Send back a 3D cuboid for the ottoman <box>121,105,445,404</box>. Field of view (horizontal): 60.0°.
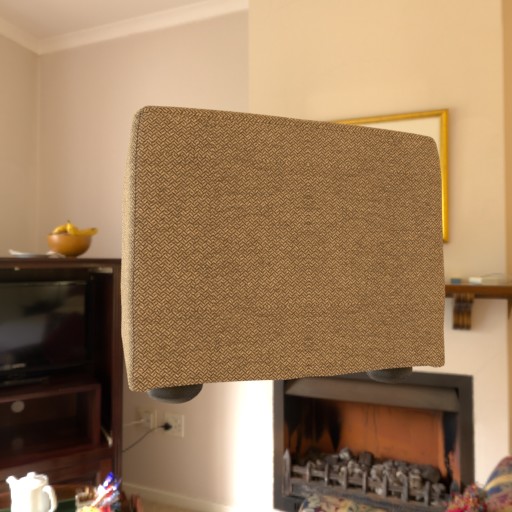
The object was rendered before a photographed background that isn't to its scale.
[{"bbox_3d":[0.000,0.000,0.905,0.519,0.453,0.512,1,-2,-18],"label":"ottoman"}]
